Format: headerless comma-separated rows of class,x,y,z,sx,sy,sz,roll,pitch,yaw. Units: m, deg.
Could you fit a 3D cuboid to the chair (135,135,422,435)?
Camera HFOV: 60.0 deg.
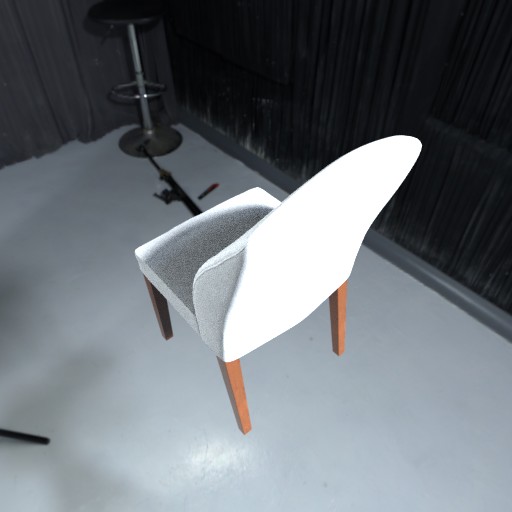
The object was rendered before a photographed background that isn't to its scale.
chair,0.000,0.000,1.198,0.472,0.893,0.540,-31,53,-27
